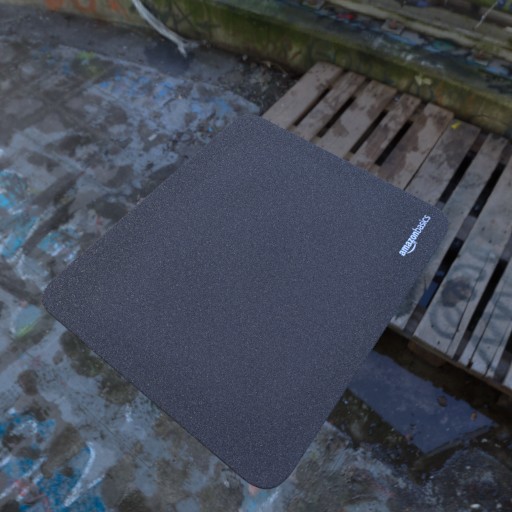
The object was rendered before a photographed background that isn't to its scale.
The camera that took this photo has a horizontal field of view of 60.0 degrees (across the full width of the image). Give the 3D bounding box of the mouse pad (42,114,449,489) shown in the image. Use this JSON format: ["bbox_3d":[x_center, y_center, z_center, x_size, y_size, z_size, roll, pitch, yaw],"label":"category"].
[{"bbox_3d":[0.000,0.000,0.333,0.211,0.002,0.249,33,64,19],"label":"mouse pad"}]
